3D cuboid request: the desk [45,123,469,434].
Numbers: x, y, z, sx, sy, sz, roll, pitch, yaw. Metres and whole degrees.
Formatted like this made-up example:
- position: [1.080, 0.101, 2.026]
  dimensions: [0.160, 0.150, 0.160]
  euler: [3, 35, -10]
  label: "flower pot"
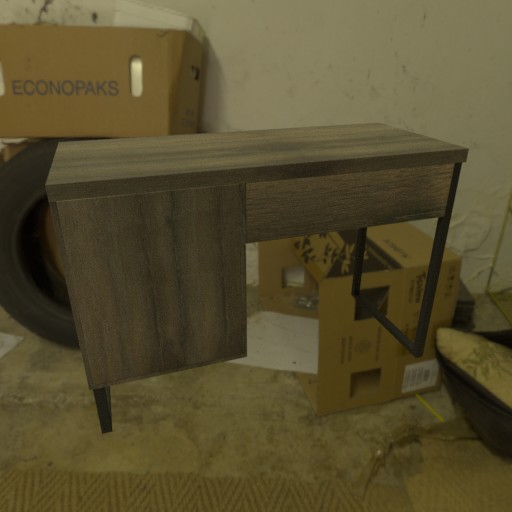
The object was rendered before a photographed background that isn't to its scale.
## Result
- position: [0.000, 0.000, 1.504]
  dimensions: [1.134, 0.752, 0.511]
  euler: [-8, 27, -17]
  label: "desk"
